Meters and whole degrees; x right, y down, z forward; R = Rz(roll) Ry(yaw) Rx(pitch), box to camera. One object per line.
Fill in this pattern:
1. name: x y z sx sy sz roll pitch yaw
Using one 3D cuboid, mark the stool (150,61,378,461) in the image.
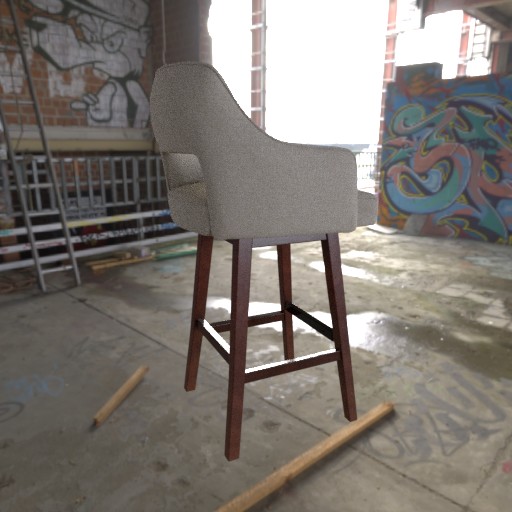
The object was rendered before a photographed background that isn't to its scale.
1. stool: 0.000 0.000 1.357 0.560 1.041 0.550 -7 16 -25
